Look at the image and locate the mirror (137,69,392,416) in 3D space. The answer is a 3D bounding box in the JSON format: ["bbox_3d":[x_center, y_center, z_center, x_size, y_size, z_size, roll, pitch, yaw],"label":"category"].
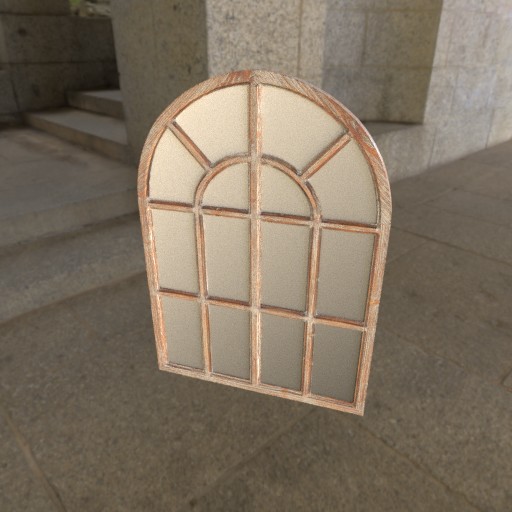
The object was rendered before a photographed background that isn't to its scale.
[{"bbox_3d":[0.000,0.000,1.183,0.660,0.920,0.032,8,27,16],"label":"mirror"}]
